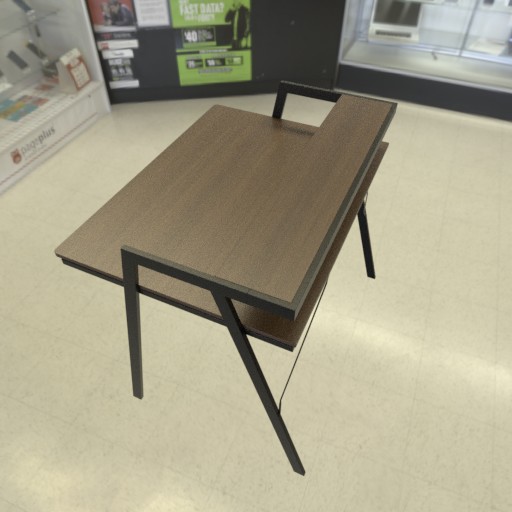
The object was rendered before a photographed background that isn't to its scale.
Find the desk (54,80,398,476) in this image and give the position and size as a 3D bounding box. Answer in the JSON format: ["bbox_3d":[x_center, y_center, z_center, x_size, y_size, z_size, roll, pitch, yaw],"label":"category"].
[{"bbox_3d":[0.000,0.000,1.873,0.936,0.998,1.143,18,48,17],"label":"desk"}]
